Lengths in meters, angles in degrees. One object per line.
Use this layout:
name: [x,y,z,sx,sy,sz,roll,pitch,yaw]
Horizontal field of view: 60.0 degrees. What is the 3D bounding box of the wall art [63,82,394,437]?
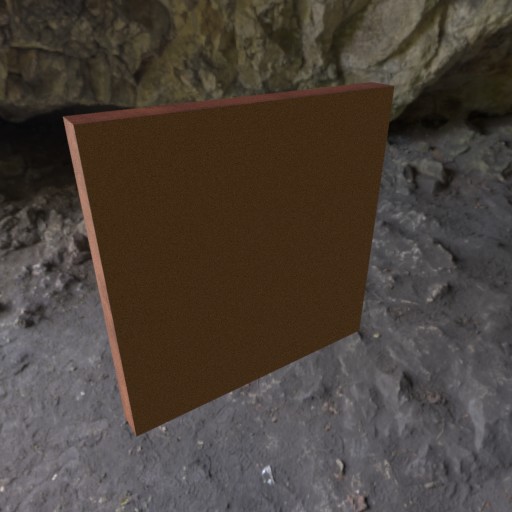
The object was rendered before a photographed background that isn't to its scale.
wall art: [0.000,0.000,0.567,0.386,0.385,0.038,-18,34,-28]
